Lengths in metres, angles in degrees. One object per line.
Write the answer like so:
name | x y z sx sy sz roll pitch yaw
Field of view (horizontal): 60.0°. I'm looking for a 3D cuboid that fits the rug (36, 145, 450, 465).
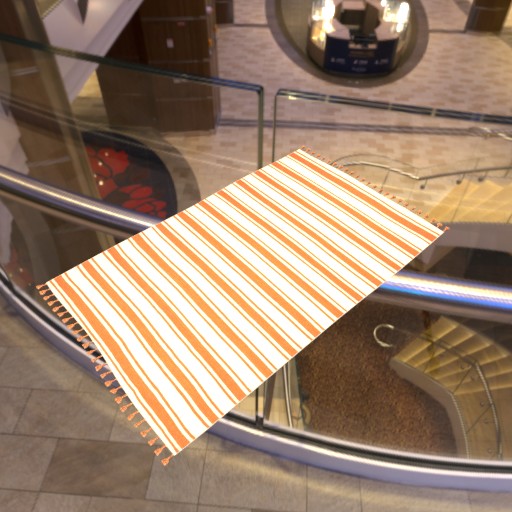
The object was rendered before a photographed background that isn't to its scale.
rug | 0.000 0.000 2.542 2.092 0.017 1.232 -33 55 -27
